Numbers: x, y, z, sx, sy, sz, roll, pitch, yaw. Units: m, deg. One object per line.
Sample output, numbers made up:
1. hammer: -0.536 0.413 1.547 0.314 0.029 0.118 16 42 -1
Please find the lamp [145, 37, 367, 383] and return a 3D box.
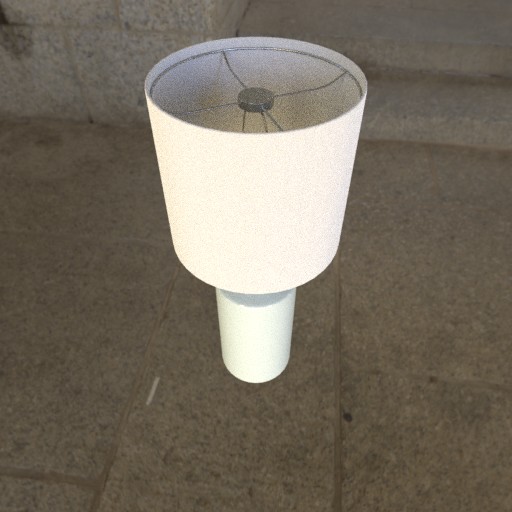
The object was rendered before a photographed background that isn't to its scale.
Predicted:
1. lamp: 0.000 0.000 0.603 0.212 0.493 0.212 -16 48 -15
